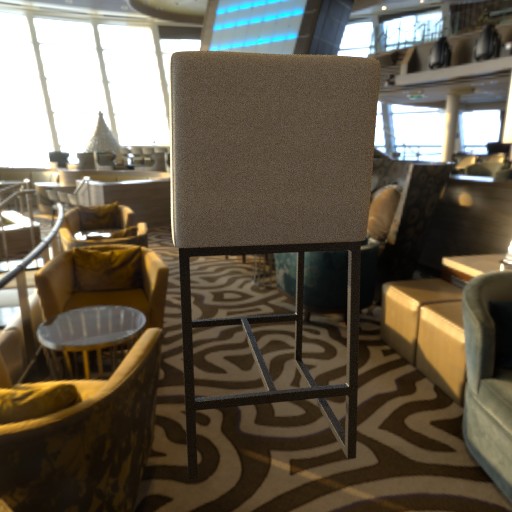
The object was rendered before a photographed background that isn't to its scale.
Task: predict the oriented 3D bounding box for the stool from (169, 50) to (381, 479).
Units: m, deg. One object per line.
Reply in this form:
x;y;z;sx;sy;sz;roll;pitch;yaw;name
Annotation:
0.000;0.000;1.263;0.459;0.971;0.567;-2;14;-10;stool
